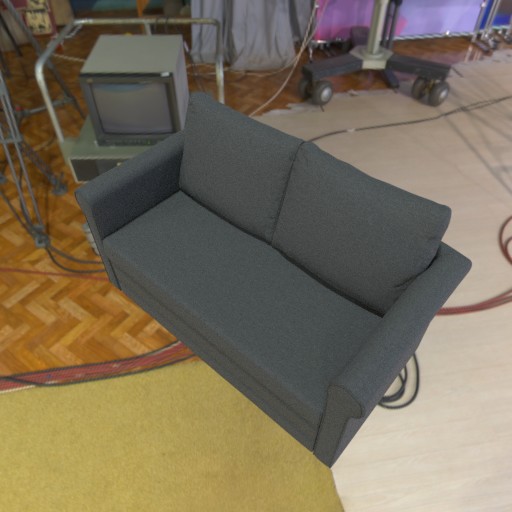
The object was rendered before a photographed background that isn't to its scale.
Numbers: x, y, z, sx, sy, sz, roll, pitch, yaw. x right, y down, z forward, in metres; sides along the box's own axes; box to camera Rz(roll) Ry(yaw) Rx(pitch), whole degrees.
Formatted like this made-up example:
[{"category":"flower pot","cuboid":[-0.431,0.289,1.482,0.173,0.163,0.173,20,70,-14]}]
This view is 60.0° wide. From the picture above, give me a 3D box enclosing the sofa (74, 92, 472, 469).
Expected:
[{"category":"sofa","cuboid":[0.000,0.000,1.882,1.460,0.872,0.741,33,56,26]}]
